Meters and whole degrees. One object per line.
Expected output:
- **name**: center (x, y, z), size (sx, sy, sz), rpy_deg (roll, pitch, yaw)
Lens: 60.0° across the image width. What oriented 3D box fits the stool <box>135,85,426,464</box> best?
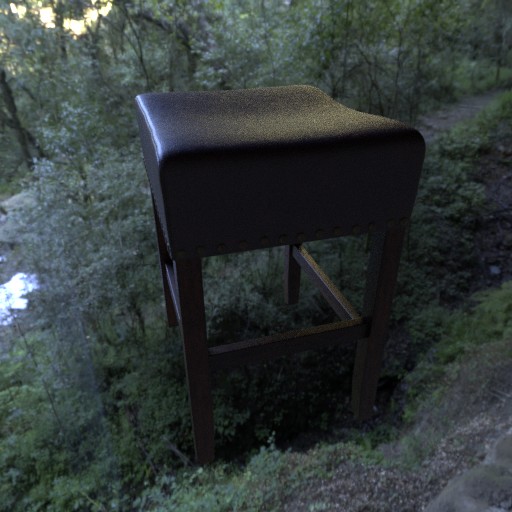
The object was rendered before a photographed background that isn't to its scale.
- **stool**: center (0.000, 0.000, 0.933), size (0.397, 0.608, 0.465), rpy_deg (-9, 31, -15)
